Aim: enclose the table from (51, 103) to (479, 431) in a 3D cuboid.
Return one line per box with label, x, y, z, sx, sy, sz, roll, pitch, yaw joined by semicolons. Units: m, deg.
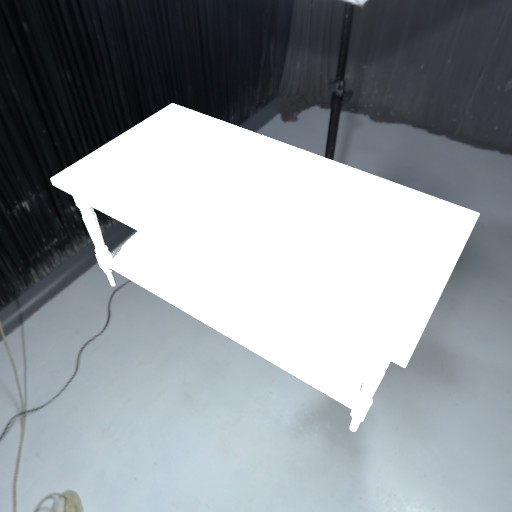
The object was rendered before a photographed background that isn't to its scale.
table;0.000;0.000;1.450;1.107;0.510;0.550;26;52;22
